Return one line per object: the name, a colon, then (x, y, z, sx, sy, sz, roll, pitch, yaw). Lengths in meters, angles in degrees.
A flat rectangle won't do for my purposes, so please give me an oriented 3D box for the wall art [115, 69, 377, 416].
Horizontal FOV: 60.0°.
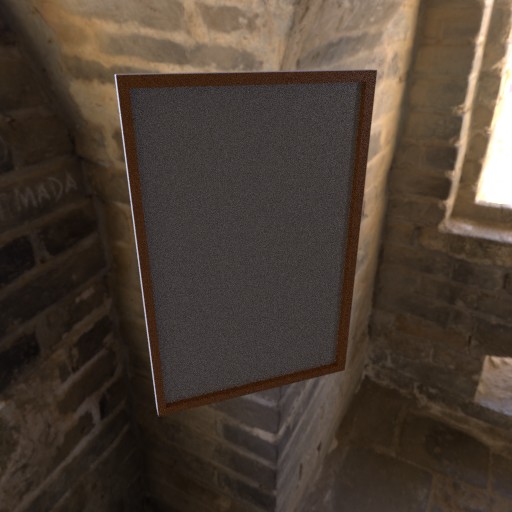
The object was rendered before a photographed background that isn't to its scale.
wall art: (0.000, 0.000, 0.791, 0.405, 0.608, 0.025, -9, 27, -18)
